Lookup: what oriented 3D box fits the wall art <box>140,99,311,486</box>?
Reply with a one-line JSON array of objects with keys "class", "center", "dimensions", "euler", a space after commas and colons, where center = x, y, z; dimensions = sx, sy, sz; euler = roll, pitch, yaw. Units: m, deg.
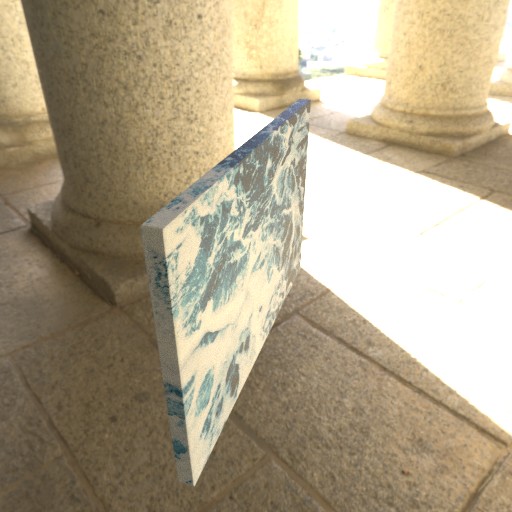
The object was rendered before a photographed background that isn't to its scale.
[{"class": "wall art", "center": [0.000, 0.000, 1.149], "dimensions": [0.042, 0.610, 0.915], "euler": [10, 32, 16]}]
